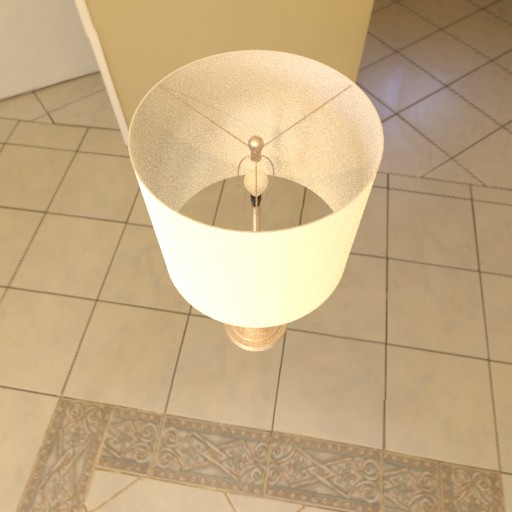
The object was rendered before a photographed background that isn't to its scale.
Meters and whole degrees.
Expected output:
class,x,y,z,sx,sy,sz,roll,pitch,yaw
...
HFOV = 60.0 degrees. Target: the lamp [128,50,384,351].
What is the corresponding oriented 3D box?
class,x,y,z,sx,sy,sz,roll,pitch,yaw
lamp,0.000,0.000,0.710,0.277,0.538,0.277,0,59,0
